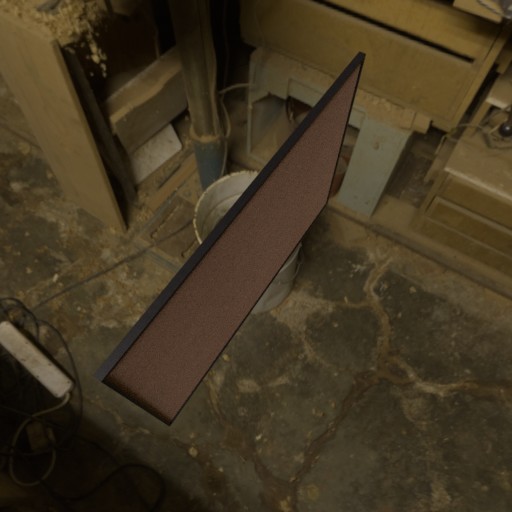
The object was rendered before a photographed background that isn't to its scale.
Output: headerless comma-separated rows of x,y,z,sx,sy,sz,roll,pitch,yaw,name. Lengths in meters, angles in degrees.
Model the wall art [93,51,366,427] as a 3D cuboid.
0.000,0.000,1.213,0.019,0.660,0.957,31,67,15,wall art
